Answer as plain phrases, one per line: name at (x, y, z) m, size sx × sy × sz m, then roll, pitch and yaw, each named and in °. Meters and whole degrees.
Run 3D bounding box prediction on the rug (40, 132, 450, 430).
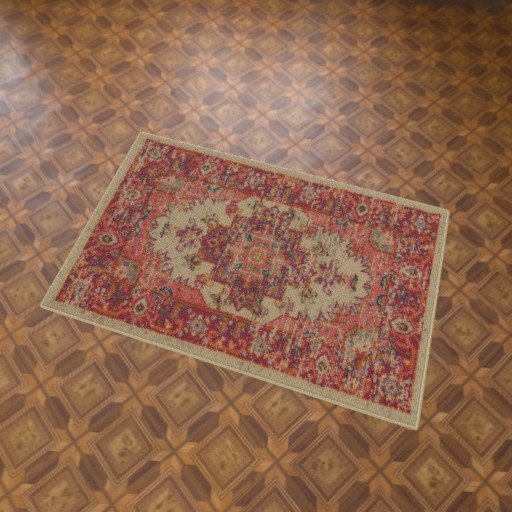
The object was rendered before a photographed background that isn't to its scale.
rug at (0.000, 0.000, 1.077) m, size 0.868 × 0.004 × 0.556 m, roll 16°, pitch 64°, yaw 8°
